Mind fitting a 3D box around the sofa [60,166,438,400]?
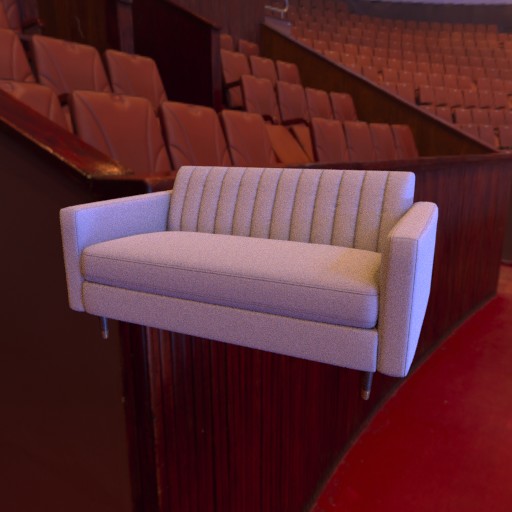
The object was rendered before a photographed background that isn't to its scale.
[{"bbox_3d":[0.000,0.000,2.171,1.585,0.801,0.950,7,16,24],"label":"sofa"}]
